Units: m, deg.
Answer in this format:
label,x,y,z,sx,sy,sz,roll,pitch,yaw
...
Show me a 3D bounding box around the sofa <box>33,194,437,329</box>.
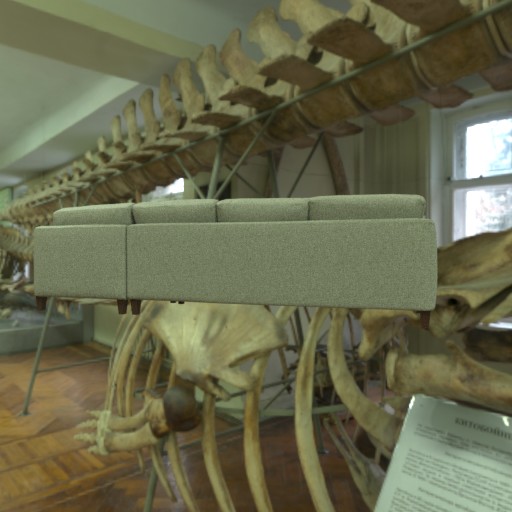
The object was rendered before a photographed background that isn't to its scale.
label,x,y,z,sx,sy,sz,roll,pitch,yaw
sofa,0.000,0.000,4.575,3.302,0.947,2.593,0,0,18
